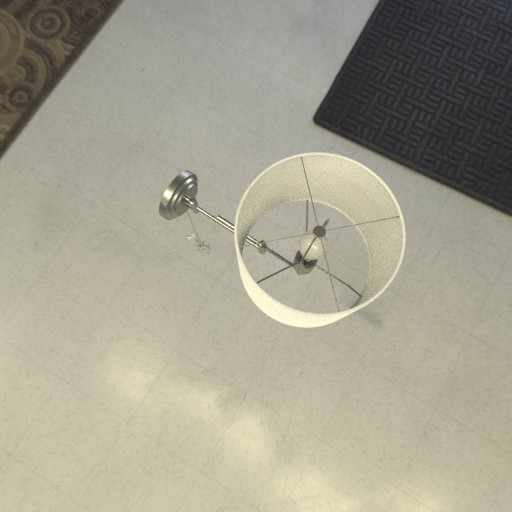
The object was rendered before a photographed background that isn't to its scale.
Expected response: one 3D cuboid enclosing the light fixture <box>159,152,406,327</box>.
[{"bbox_3d":[0.000,0.000,1.075,0.479,0.842,0.253,33,79,7],"label":"light fixture"}]
